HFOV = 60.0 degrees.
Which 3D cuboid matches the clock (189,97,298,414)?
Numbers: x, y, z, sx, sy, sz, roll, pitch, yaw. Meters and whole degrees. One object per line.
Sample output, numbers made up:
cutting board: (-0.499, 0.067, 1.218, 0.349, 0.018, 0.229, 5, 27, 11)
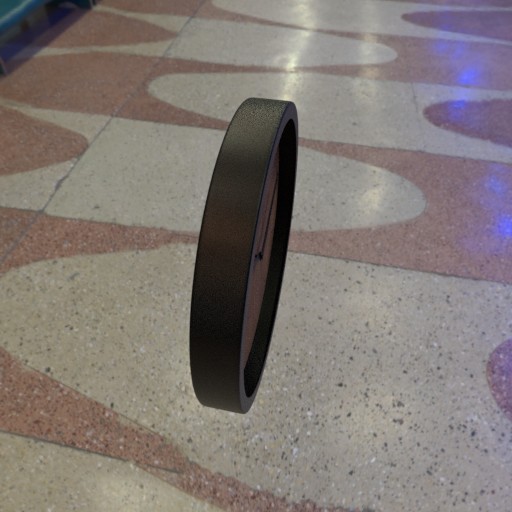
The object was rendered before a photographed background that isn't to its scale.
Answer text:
clock: (0.000, 0.000, 0.468, 0.040, 0.314, 0.314, 9, 47, 8)
